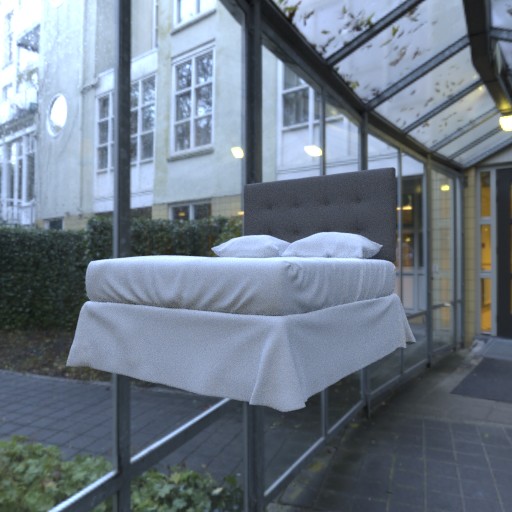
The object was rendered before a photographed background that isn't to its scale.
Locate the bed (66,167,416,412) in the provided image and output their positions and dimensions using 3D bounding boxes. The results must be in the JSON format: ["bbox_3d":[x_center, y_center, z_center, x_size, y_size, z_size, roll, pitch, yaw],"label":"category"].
[{"bbox_3d":[0.000,0.000,3.533,1.936,1.577,2.222,0,-1,34],"label":"bed"}]
